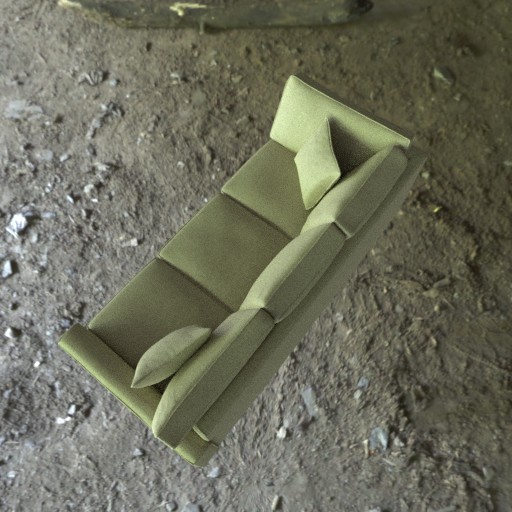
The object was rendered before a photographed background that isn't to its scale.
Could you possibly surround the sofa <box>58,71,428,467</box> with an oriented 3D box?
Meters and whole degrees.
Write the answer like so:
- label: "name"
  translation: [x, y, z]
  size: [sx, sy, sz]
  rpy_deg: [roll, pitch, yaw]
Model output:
- label: "sofa"
  translation: [0.000, 0.000, 2.846]
  size: [1.053, 0.948, 2.323]
  rpy_deg: [35, 69, 16]
